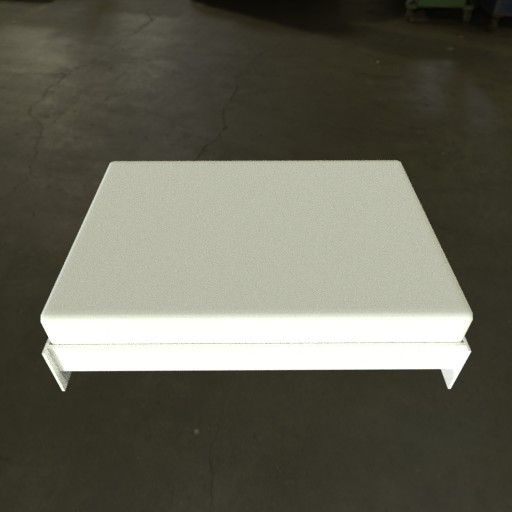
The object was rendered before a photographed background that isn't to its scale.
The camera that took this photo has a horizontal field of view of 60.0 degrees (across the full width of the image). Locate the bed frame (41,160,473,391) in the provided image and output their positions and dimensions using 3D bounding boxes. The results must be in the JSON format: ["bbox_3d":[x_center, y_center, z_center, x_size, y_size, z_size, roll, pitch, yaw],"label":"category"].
[{"bbox_3d":[0.000,0.000,2.587,1.945,0.497,1.445,0,42,0],"label":"bed frame"}]
